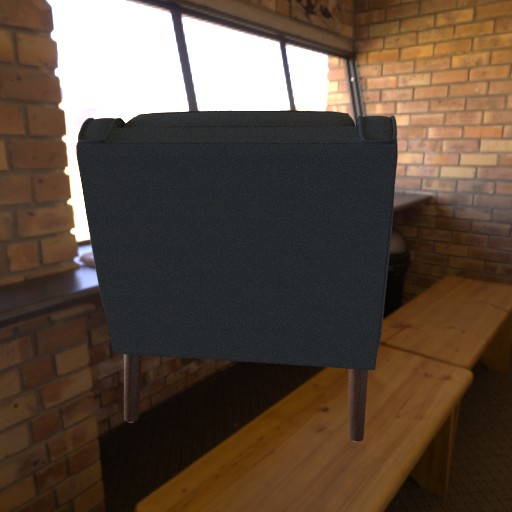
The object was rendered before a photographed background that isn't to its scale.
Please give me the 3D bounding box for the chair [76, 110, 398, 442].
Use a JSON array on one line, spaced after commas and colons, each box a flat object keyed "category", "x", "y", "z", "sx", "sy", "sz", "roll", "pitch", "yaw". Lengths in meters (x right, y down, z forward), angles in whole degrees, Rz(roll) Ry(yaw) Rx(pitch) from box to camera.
[{"category": "chair", "x": 0.000, "y": 0.000, "z": 1.295, "sx": 0.663, "sy": 0.780, "sz": 0.733, "roll": 2, "pitch": 15, "yaw": 7}]
